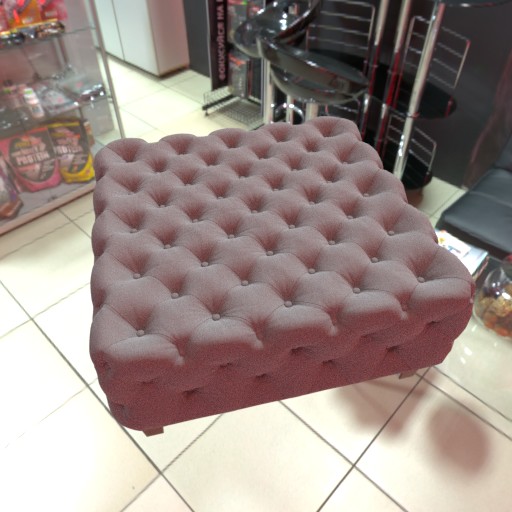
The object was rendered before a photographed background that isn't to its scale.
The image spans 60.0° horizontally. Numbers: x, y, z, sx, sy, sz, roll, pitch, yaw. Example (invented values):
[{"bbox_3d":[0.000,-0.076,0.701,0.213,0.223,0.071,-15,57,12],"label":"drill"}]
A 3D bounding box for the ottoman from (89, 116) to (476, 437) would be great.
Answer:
[{"bbox_3d":[0.000,0.000,1.374,0.917,0.439,0.911,-10,46,-9],"label":"ottoman"}]
